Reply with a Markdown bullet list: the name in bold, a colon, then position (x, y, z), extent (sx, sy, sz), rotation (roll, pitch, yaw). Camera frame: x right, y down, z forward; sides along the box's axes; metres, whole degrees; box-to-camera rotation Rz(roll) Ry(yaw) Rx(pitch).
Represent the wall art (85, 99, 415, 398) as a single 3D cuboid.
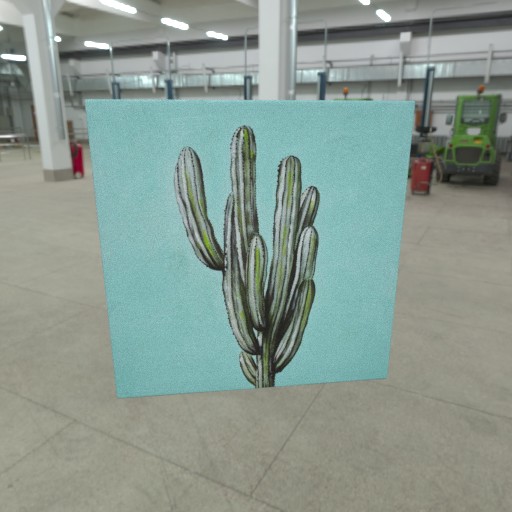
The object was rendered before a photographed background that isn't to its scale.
- **wall art**: position (0.000, 0.000, 1.156), extent (0.765, 0.766, 0.054), rotation (-2, 18, -7)
